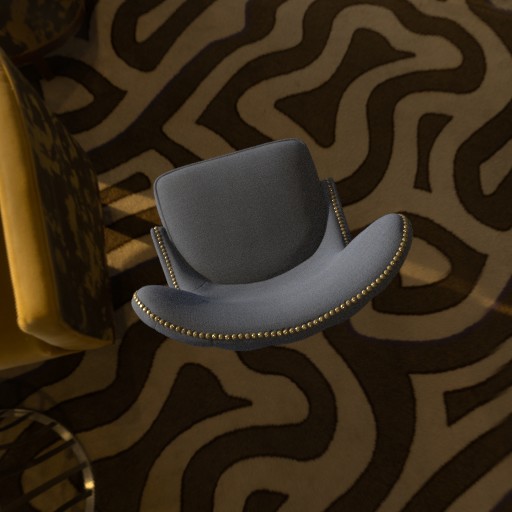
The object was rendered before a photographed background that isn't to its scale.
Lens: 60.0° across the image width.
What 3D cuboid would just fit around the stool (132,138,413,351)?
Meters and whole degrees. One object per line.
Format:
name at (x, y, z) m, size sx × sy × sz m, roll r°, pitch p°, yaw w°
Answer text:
stool at (0.000, 0.000, 1.380) m, size 0.615 × 0.972 × 0.597 m, roll -17°, pitch 76°, yaw -4°
